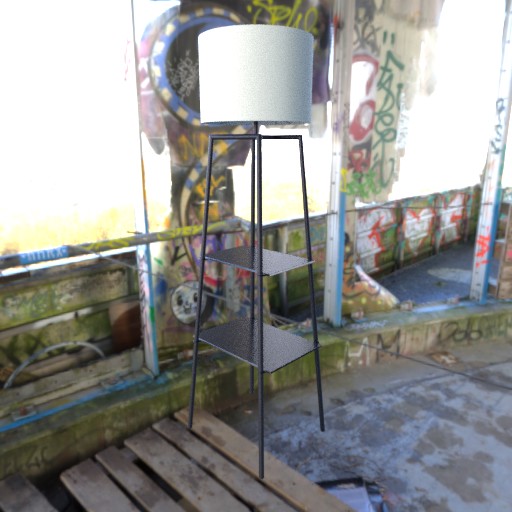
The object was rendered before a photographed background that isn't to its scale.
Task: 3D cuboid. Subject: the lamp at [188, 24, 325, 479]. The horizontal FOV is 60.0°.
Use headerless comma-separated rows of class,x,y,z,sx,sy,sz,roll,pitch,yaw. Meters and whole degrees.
lamp,0.000,0.000,1.641,0.427,1.474,0.384,14,20,42
